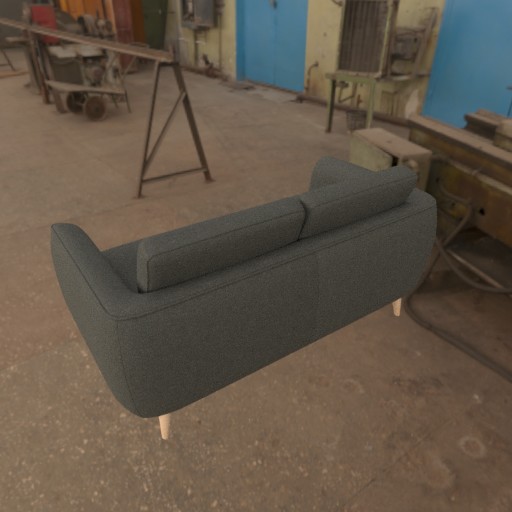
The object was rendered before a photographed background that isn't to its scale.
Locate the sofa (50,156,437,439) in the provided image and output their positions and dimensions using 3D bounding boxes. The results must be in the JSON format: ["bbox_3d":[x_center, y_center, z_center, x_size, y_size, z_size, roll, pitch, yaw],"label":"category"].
[{"bbox_3d":[0.000,0.000,2.169,1.700,0.850,0.920,-19,36,-29],"label":"sofa"}]
